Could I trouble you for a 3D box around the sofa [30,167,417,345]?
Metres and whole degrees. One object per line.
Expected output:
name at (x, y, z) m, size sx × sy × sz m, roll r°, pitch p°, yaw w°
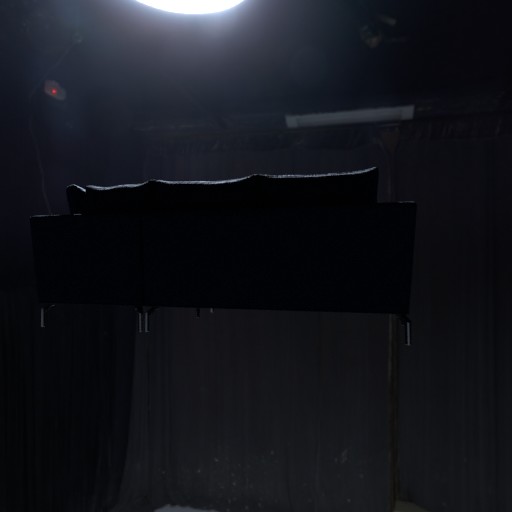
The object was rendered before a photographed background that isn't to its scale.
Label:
sofa at (0.000, 0.000, 3.812) m, size 2.472 × 0.988 × 2.463 m, roll 0°, pitch -1°, yaw 17°
